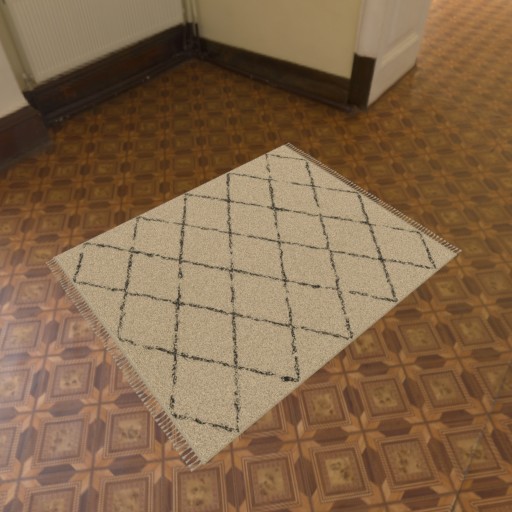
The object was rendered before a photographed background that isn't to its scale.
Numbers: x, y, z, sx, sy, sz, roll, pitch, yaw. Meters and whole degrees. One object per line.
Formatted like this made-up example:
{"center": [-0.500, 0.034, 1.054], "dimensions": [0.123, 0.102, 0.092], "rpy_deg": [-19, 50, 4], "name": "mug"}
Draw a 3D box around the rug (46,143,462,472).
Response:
{"center": [0.000, 0.000, 4.105], "dimensions": [3.051, 0.013, 2.380], "rpy_deg": [-32, 54, -26], "name": "rug"}
